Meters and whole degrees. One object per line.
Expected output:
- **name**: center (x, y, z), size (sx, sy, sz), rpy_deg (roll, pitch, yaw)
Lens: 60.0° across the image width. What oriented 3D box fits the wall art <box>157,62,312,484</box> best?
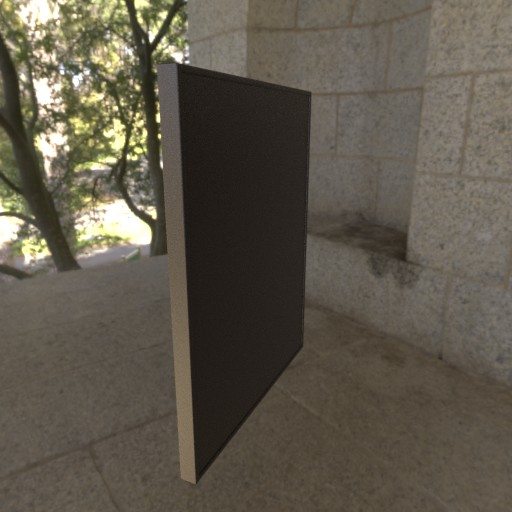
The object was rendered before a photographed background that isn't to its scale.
- **wall art**: center (0.000, 0.000, 0.750), size (0.028, 0.551, 0.451), rpy_deg (8, 18, 24)
